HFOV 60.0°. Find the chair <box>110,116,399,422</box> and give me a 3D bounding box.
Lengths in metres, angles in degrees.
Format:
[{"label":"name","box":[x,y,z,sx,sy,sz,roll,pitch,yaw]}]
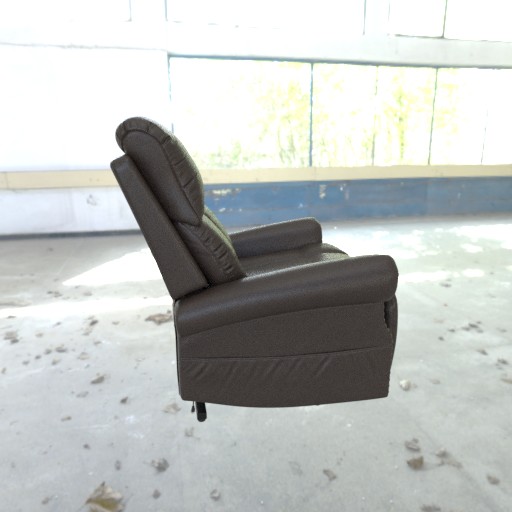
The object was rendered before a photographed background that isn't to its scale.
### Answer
[{"label":"chair","box":[0.000,0.000,1.747,0.978,1.028,0.869,-3,15,-11]}]
